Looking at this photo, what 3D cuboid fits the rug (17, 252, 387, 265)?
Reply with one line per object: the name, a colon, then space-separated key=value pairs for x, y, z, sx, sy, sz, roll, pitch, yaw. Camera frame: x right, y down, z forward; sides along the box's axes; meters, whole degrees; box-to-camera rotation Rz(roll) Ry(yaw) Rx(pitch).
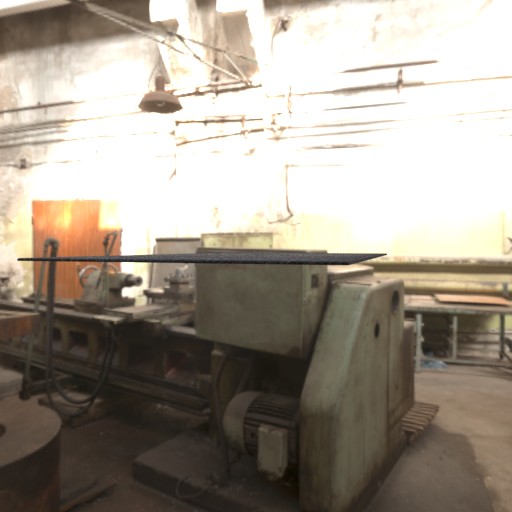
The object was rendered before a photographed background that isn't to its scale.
rug: x=0.000 y=0.000 z=2.166 sx=1.139 sy=0.010 sz=1.754 roll=0 pitch=1 yaw=20
